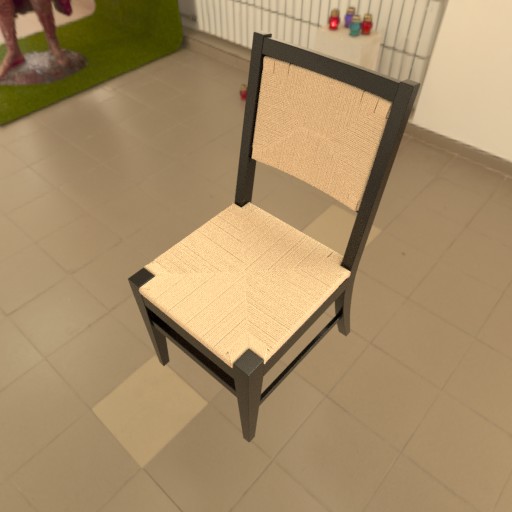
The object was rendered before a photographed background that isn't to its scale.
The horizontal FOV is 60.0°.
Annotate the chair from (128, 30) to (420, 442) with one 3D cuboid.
[{"bbox_3d":[0.000,0.000,1.209,0.437,0.927,0.552,33,55,27],"label":"chair"}]
